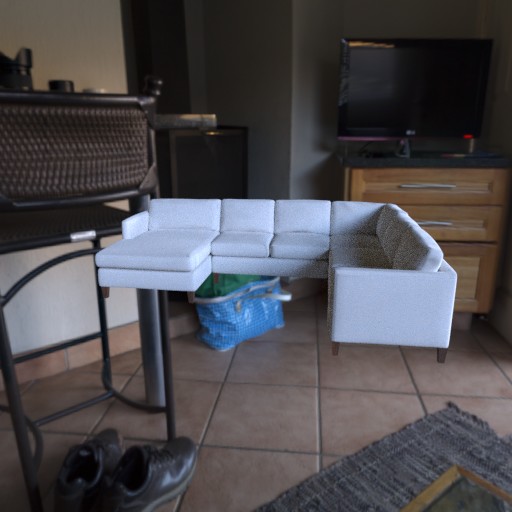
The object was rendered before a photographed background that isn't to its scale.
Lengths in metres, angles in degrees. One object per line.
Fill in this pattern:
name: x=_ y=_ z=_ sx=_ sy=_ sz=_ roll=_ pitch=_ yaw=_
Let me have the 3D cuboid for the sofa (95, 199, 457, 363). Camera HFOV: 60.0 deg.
sofa: x=0.000 y=0.000 z=4.799 sx=3.459 sy=0.956 sz=2.593 roll=2 pitch=15 yaw=9
